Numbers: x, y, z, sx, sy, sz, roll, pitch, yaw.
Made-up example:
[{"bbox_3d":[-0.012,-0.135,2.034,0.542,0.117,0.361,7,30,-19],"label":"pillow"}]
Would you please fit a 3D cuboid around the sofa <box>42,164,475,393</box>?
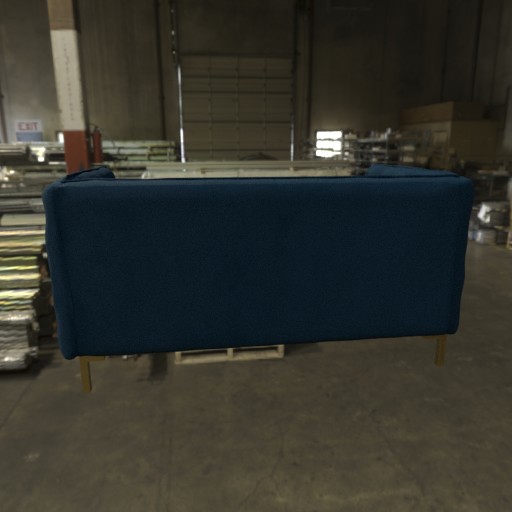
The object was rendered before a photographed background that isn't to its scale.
[{"bbox_3d":[0.000,0.000,2.067,1.583,0.810,0.909,-2,14,-8],"label":"sofa"}]
